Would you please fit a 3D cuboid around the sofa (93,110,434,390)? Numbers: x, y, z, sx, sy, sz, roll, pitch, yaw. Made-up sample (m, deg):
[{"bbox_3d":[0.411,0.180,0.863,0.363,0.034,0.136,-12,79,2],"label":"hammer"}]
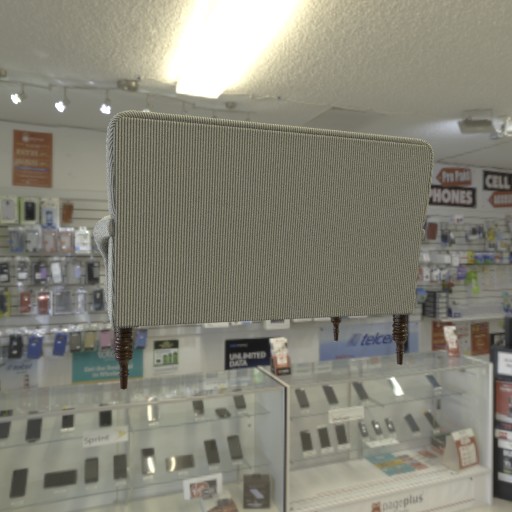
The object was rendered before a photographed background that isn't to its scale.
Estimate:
[{"bbox_3d":[0.000,0.000,1.868,1.297,0.889,0.779,0,0,-18],"label":"sofa"}]
